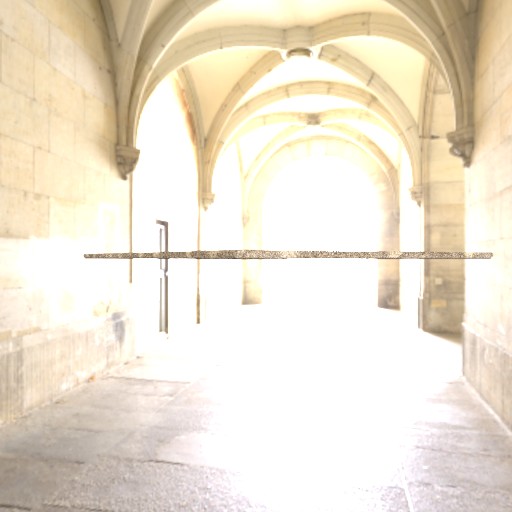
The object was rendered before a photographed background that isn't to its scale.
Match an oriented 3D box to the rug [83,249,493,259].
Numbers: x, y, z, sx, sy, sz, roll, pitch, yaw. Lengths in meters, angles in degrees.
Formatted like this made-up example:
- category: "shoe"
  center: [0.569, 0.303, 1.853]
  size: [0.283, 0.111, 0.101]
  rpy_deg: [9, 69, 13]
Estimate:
- category: "rug"
  center: [0.000, 0.000, 2.077]
  size: [1.200, 0.025, 1.600]
  rpy_deg: [0, 0, -34]
